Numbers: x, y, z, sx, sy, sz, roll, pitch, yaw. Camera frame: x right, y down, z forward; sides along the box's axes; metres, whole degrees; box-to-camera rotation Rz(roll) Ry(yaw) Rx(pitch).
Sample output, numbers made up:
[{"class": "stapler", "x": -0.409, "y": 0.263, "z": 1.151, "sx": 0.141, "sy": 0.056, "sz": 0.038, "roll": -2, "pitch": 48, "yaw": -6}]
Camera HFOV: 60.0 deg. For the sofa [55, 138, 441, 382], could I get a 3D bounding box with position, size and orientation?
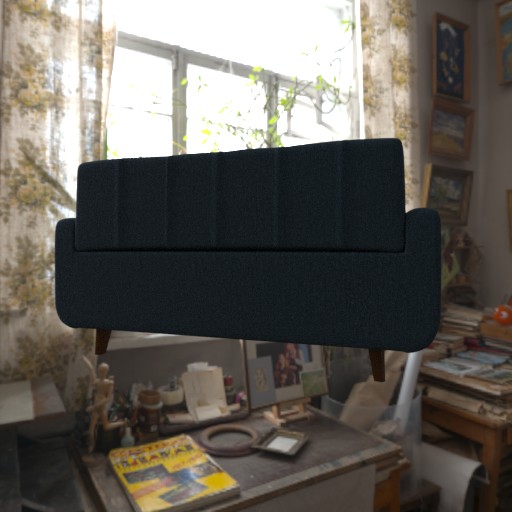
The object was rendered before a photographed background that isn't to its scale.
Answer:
[{"class": "sofa", "x": 0.000, "y": 0.000, "z": 2.199, "sx": 1.651, "sy": 0.896, "sz": 0.942, "roll": 0, "pitch": 1, "yaw": 19}]
